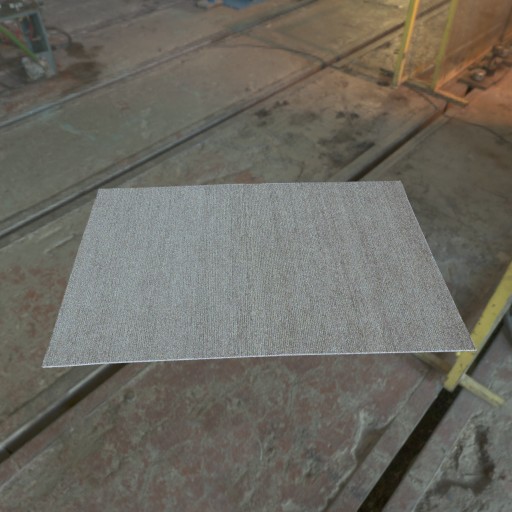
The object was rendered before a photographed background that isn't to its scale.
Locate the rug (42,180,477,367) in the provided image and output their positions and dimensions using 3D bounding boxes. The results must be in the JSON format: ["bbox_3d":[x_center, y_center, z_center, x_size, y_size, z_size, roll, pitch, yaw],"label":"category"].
[{"bbox_3d":[0.000,0.000,2.210,1.792,0.021,1.154,-2,47,-2],"label":"rug"}]
